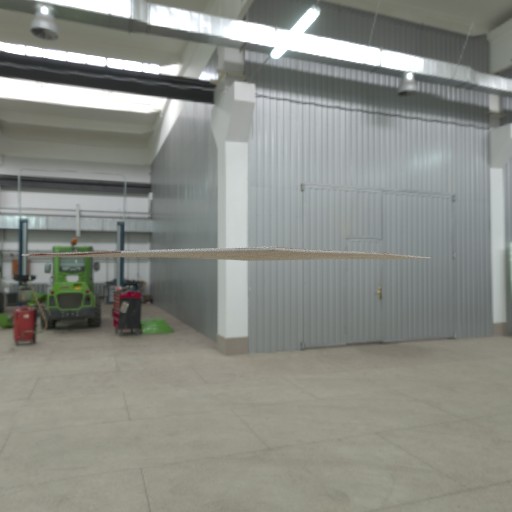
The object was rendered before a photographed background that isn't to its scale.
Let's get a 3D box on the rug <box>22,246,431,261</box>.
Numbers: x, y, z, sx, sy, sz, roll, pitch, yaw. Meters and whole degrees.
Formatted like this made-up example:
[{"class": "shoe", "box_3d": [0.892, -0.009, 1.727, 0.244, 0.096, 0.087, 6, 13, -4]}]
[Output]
[{"class": "rug", "box_3d": [0.000, 0.000, 4.214, 2.434, 0.045, 3.202, -1, -2, 35]}]
